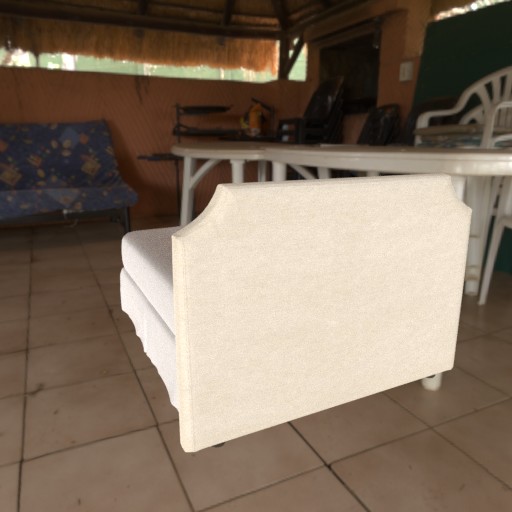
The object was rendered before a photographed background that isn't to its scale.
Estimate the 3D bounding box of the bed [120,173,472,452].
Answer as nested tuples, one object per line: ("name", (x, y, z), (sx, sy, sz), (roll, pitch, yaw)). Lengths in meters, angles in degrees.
("bed", (0.000, 0.000, 3.264), (1.828, 1.297, 2.164), (-7, 17, -26))
